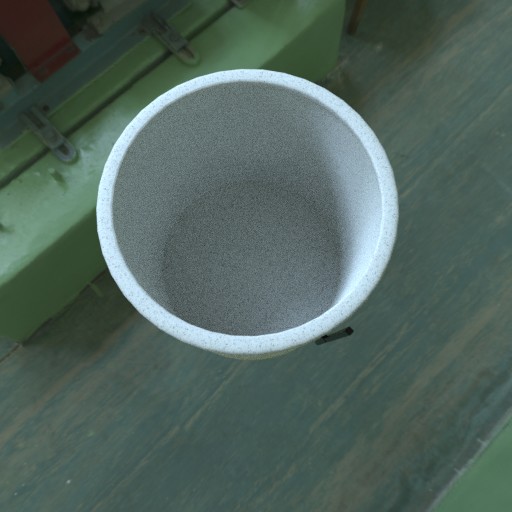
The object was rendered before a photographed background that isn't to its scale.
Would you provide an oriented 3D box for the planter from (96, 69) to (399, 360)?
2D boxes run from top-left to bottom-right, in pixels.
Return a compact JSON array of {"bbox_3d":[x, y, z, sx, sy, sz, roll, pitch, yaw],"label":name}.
[{"bbox_3d":[0.000,0.000,0.653,0.335,0.423,0.313,43,80,10],"label":"planter"}]
